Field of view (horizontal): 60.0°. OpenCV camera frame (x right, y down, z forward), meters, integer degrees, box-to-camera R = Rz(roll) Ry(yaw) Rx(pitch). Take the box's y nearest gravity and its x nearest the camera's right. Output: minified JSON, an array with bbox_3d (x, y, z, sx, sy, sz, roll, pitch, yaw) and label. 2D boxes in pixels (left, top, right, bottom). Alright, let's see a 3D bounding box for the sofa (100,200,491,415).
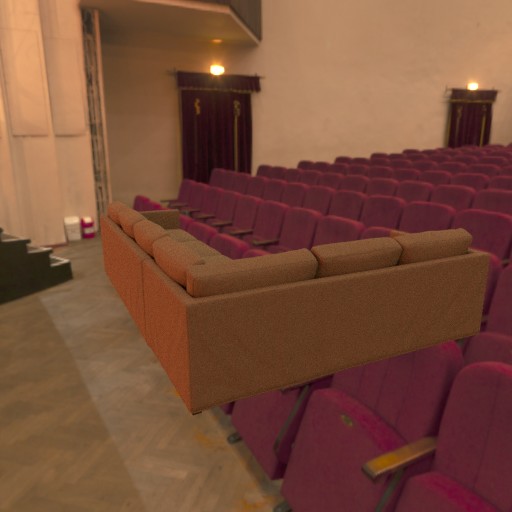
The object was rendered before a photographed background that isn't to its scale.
[{"bbox_3d":[0.000,0.000,4.278,2.432,0.871,3.182,-7,17,-25],"label":"sofa"}]
